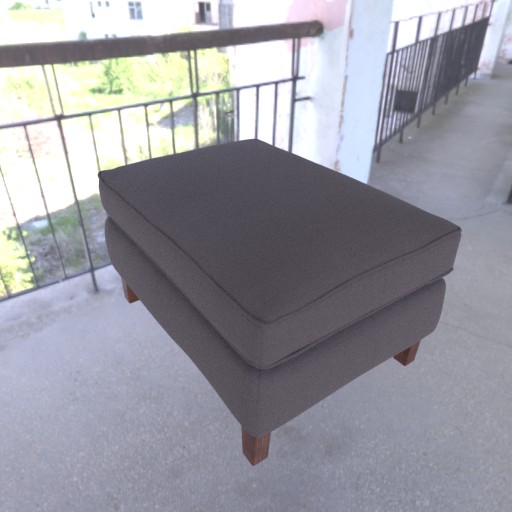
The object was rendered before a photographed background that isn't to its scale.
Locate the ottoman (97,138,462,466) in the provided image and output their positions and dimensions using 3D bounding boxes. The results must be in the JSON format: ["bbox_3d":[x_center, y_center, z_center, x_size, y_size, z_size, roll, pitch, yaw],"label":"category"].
[{"bbox_3d":[0.000,0.000,0.997,0.508,0.406,0.686,-21,37,-29],"label":"ottoman"}]
